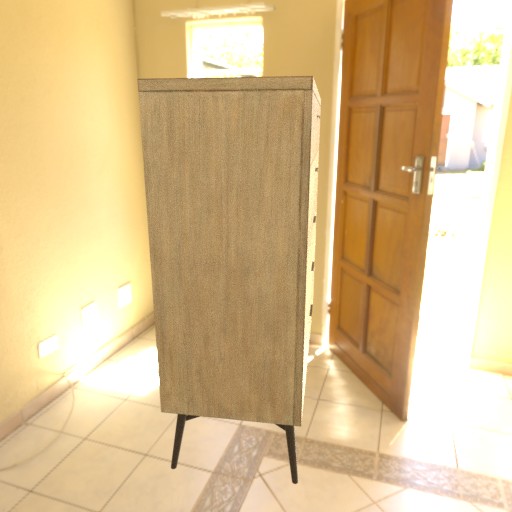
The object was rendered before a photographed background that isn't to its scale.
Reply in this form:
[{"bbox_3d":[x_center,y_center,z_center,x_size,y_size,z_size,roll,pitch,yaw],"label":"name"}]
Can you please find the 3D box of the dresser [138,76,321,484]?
[{"bbox_3d":[0.000,0.000,1.752,0.457,1.219,1.016,3,17,9],"label":"dresser"}]
